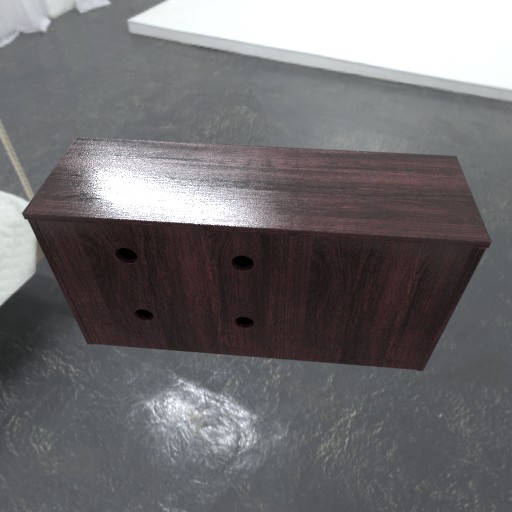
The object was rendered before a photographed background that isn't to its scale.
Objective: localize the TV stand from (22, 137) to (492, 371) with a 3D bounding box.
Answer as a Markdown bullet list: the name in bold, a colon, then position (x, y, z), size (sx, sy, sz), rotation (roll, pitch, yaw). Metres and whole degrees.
- **TV stand**: position (0.000, 0.000, 1.478), size (1.192, 0.614, 0.404), rotation (4, 45, 4)
